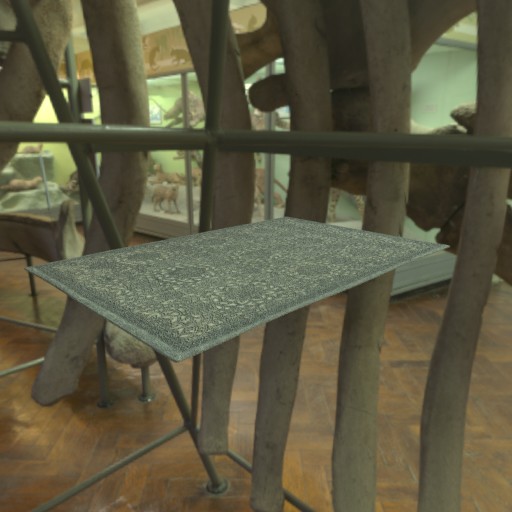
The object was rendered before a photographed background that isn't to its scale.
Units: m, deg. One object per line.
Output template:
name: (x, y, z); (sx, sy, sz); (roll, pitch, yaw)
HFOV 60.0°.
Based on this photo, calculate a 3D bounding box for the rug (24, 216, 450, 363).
rug: (0.000, 0.000, 2.256); (1.830, 0.016, 1.224); (-15, 22, -43)
